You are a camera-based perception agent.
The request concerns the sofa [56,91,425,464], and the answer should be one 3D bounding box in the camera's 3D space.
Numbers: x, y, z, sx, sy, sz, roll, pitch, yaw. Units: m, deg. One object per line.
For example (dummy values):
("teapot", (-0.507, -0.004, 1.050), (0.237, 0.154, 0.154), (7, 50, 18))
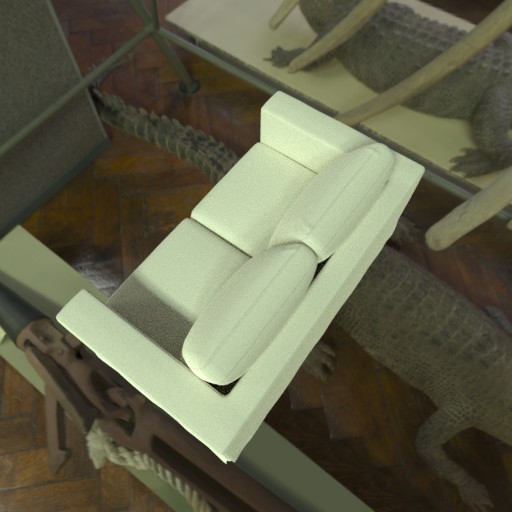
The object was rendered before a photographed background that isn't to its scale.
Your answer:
("sofa", (0.000, 0.000, 2.408), (1.009, 0.932, 1.813), (33, 68, 16))
